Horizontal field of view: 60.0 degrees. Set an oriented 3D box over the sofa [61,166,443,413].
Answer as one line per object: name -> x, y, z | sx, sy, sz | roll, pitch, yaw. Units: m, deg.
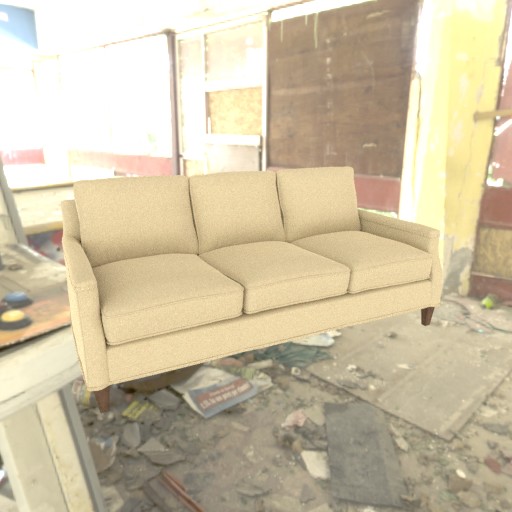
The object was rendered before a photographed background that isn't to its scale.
sofa -> 0.000, 0.000, 2.828 | 2.246, 1.003, 1.084 | -8, 18, -26
